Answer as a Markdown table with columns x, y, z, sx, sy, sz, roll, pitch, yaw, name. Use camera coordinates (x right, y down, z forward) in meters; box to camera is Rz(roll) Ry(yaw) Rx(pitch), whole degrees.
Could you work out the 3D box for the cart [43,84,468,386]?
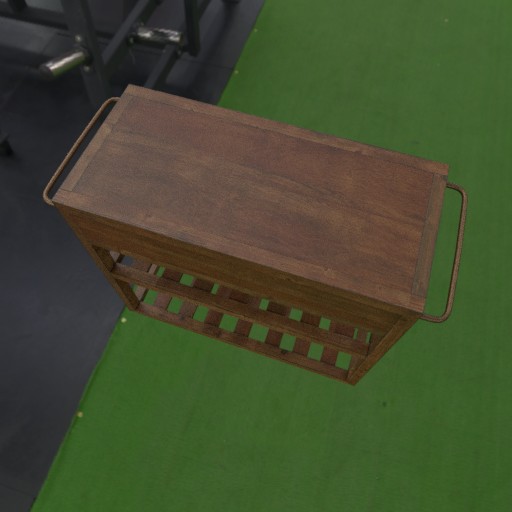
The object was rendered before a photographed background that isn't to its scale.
| x | y | z | sx | sy | sz | roll | pitch | yaw | name |
| --- | --- | --- | --- | --- | --- | --- | --- | --- | --- |
| 0.000 | 0.000 | 1.486 | 1.065 | 0.830 | 0.445 | 17 | 64 | 9 | cart |
